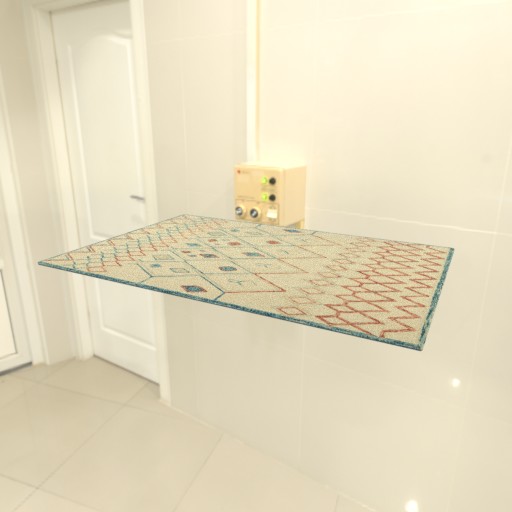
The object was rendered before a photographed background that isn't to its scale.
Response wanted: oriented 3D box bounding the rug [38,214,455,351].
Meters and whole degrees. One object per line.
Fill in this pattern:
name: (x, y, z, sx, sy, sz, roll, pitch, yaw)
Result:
rug: (0.000, 0.000, 2.324, 1.829, 0.016, 1.219, 9, 20, 26)
